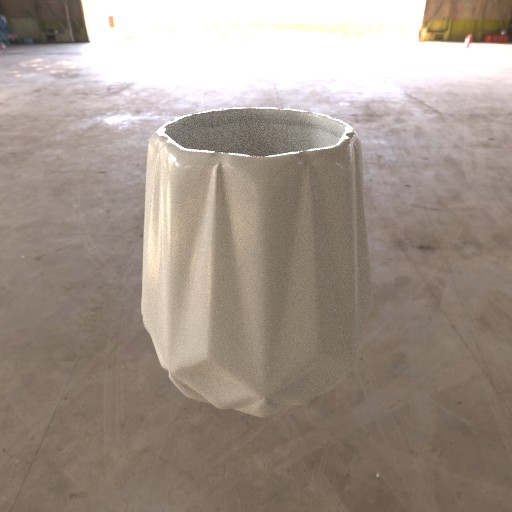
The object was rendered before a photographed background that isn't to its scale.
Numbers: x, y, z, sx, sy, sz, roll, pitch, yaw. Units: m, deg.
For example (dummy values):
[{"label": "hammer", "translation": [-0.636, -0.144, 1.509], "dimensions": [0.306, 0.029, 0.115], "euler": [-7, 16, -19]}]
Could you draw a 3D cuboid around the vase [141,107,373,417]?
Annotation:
[{"label": "vase", "translation": [0.000, 0.000, 0.263], "dimensions": [0.141, 0.152, 0.141], "euler": [0, 30, 0]}]
